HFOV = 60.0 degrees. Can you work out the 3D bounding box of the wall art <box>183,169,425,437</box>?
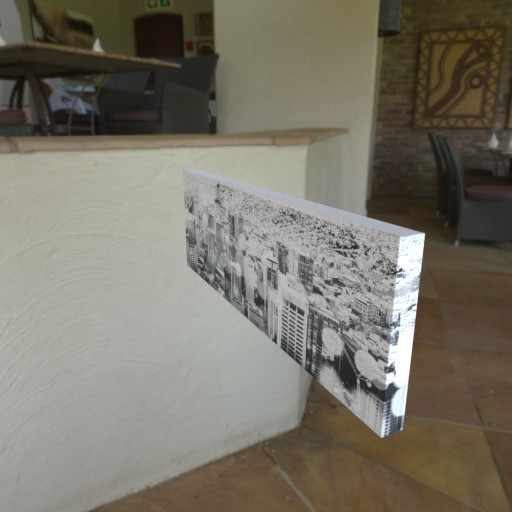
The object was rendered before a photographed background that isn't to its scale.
[{"bbox_3d":[0.000,0.000,0.842,0.038,0.255,0.763,-8,19,-25],"label":"wall art"}]
